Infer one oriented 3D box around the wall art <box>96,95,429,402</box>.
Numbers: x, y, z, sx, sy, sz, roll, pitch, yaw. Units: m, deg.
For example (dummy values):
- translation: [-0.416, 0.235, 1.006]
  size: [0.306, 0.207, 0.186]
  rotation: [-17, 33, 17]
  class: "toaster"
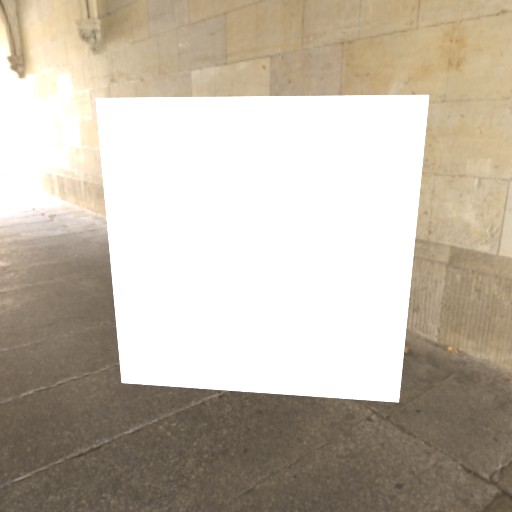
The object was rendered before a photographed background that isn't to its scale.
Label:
- translation: [0.000, 0.000, 0.828]
  size: [0.559, 0.559, 0.028]
  rotation: [2, 16, 7]
  class: "wall art"
